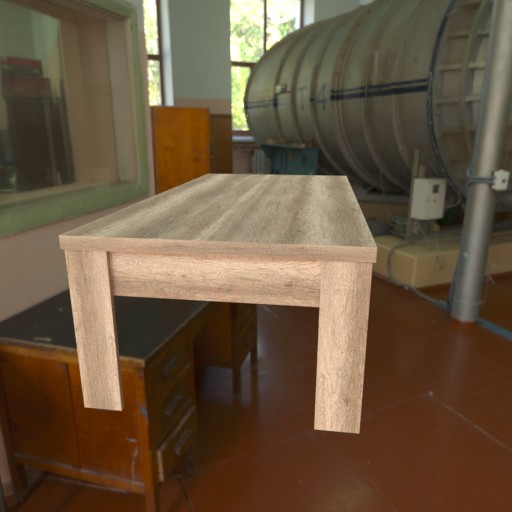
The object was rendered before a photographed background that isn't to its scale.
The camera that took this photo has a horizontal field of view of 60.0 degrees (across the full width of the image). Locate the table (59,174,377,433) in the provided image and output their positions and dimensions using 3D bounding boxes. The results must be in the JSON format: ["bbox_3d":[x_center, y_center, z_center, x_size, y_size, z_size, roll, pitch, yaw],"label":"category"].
[{"bbox_3d":[0.000,0.000,1.655,0.700,0.460,1.350,2,17,8],"label":"table"}]
